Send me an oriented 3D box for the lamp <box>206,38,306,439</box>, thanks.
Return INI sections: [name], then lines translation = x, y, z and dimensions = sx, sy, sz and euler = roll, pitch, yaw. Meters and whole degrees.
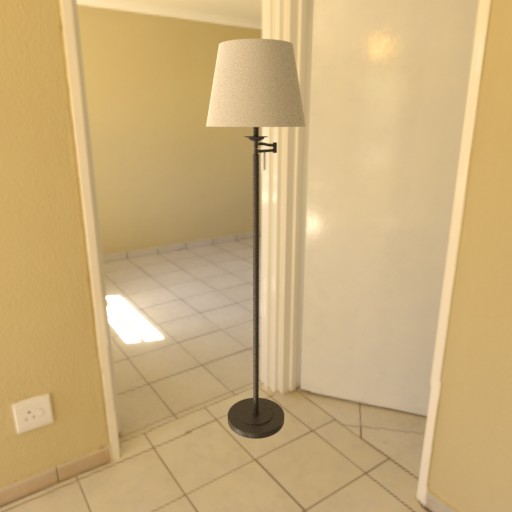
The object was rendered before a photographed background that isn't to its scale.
[lamp]
translation = 0.000, 0.000, 1.696
dimensions = 0.348, 1.473, 0.348
euler = -16, 23, -42
